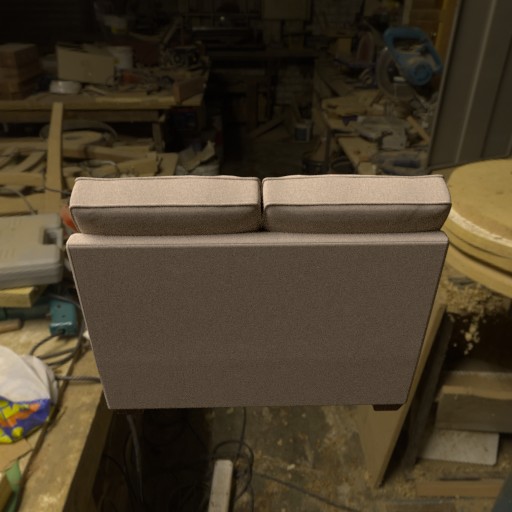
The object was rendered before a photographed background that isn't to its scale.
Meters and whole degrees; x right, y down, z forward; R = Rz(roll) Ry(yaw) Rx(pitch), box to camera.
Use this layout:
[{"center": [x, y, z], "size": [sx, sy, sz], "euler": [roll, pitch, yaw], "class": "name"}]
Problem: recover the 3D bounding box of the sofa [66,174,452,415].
[{"center": [0.000, 0.000, 1.969], "size": [1.237, 1.008, 0.951], "euler": [-1, 31, -1], "class": "sofa"}]
